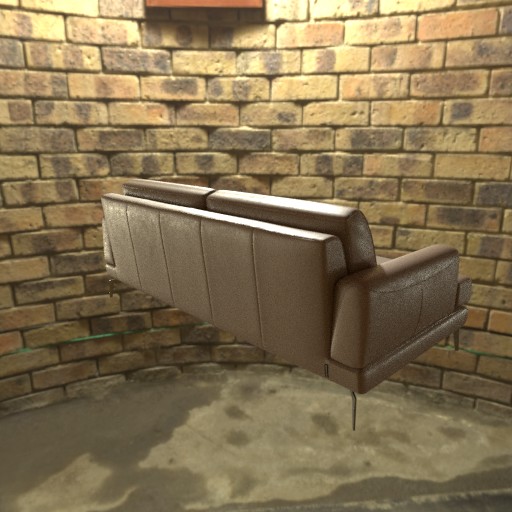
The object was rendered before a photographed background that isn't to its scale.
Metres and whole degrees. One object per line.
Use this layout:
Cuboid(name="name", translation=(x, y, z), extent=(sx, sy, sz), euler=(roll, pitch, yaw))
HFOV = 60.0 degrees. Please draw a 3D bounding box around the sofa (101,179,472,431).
Cuboid(name="sofa", translation=(0.000, 0.000, 2.403), extent=(0.974, 0.765, 1.940), euler=(-14, 20, -42))
